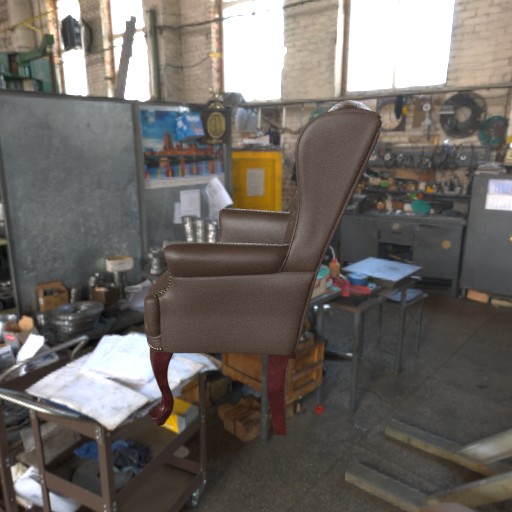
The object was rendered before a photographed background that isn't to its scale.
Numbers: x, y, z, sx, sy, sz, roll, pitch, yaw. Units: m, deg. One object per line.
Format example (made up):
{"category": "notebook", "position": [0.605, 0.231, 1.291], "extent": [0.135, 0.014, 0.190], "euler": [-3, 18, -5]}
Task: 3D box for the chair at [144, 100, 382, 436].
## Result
{"category": "chair", "position": [0.000, 0.000, 1.724], "extent": [0.819, 1.132, 0.829], "euler": [2, 15, 8]}
